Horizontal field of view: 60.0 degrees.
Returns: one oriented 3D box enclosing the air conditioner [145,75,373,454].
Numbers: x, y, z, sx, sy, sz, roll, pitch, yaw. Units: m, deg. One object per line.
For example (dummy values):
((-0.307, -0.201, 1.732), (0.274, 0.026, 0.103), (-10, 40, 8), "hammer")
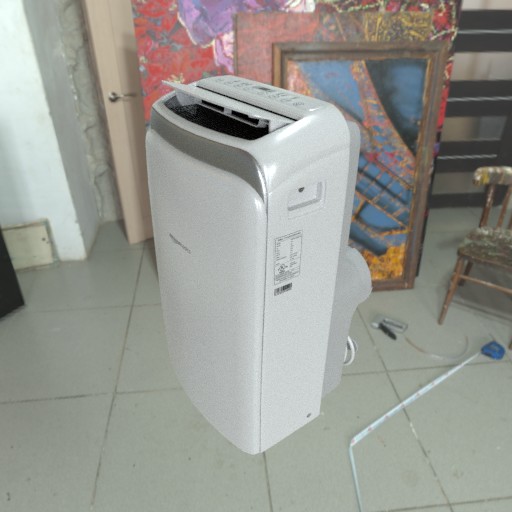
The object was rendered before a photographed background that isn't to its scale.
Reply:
((0.000, 0.000, 1.063), (0.414, 0.786, 0.449), (-21, 38, -29), "air conditioner")
